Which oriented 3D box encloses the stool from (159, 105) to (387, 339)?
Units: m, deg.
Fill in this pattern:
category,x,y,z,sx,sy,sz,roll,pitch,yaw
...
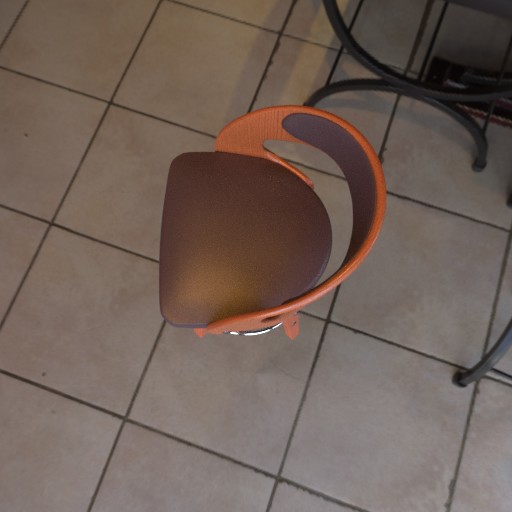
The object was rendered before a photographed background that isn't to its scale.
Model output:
category,x,y,z,sx,sy,sz,roll,pitch,yaw
stool,0.000,0.000,1.228,0.457,0.940,0.457,1,75,0
